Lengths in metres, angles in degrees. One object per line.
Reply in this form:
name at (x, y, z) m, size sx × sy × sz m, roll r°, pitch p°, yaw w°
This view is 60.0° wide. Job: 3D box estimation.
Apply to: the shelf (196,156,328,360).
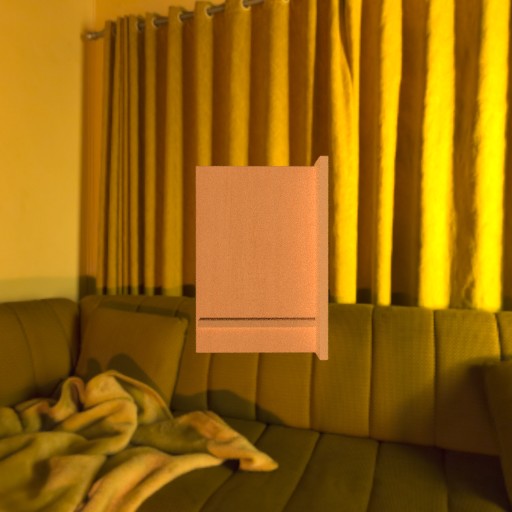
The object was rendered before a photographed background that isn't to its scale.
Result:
shelf at (0.000, 0.000, 1.159) m, size 0.200 × 0.300 × 1.020 m, roll 0°, pitch 0°, yaw -1°
